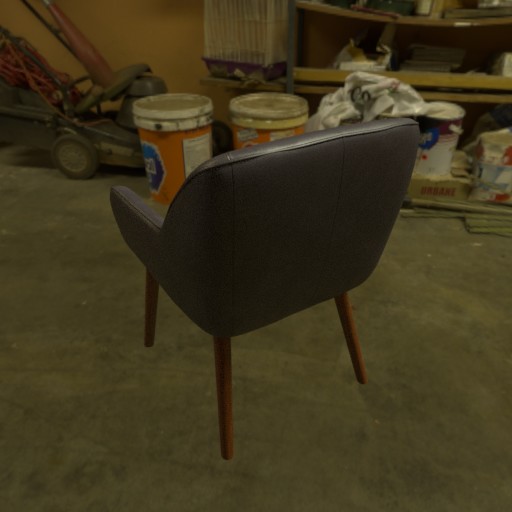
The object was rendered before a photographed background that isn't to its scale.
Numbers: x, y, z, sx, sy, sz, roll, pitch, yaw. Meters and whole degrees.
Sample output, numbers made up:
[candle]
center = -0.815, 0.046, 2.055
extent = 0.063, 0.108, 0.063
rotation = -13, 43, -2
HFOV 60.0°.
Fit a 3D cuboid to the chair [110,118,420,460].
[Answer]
[chair]
center = 0.000, 0.000, 1.235
extent = 0.610, 0.828, 0.610
rotation = -18, 36, -27
